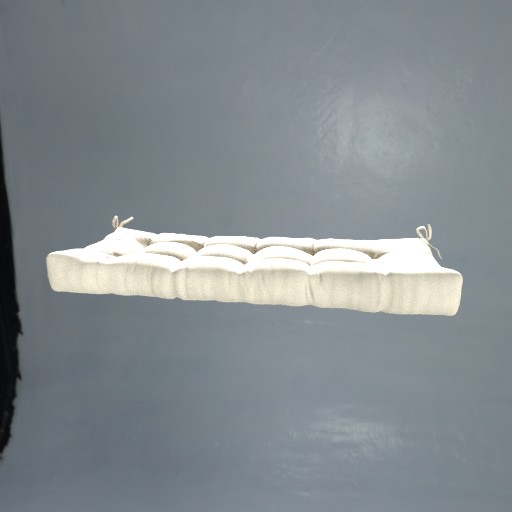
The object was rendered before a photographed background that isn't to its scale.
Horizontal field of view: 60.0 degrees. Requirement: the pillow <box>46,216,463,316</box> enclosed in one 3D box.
[{"bbox_3d":[0.000,0.000,1.401,1.194,0.174,0.511,3,15,9],"label":"pillow"}]
